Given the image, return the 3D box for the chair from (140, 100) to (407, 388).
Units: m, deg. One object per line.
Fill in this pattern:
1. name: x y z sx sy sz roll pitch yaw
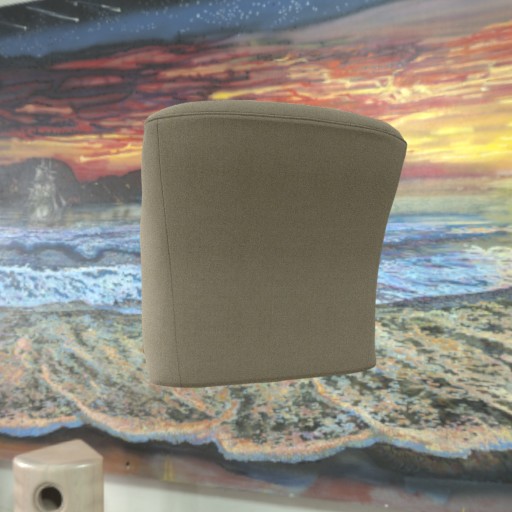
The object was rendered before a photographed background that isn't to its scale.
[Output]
1. chair: 0.000 0.000 1.654 0.864 0.856 0.923 0 0 -18
